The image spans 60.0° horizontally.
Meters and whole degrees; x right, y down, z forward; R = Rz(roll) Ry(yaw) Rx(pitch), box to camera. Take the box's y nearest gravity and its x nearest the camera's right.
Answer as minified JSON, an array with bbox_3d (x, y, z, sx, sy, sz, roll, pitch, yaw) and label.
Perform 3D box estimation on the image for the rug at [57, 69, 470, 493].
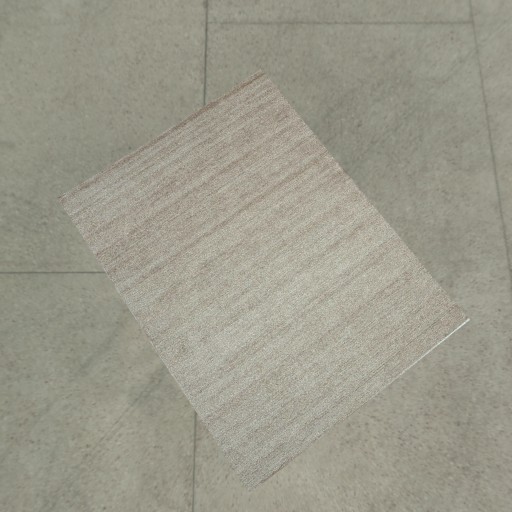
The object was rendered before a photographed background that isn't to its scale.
[{"bbox_3d":[0.000,0.000,4.107,2.434,0.045,3.202,-35,78,-8],"label":"rug"}]
